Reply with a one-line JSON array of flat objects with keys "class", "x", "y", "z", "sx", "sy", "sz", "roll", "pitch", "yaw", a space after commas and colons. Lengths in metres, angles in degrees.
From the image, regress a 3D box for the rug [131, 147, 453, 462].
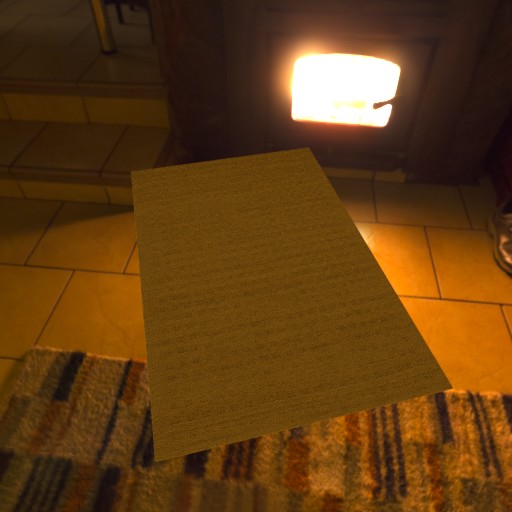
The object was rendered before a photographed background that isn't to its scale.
[{"class": "rug", "x": 0.000, "y": 0.000, "z": 2.214, "sx": 1.142, "sy": 0.006, "sz": 1.752, "roll": -10, "pitch": 47, "yaw": -10}]
